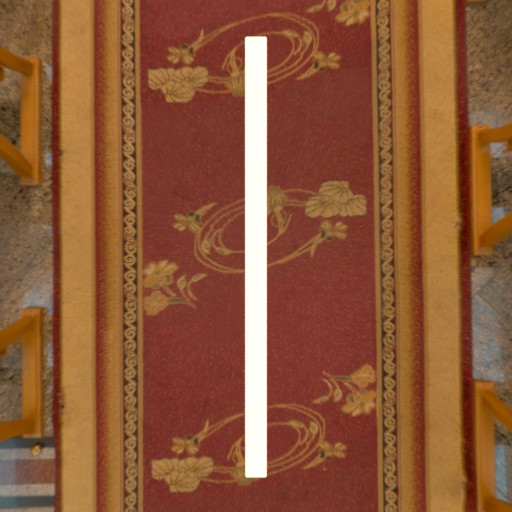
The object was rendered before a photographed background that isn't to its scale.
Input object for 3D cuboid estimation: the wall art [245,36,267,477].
[{"bbox_3d":[0.000,0.000,1.138,0.037,0.757,0.757,0,91,0],"label":"wall art"}]
